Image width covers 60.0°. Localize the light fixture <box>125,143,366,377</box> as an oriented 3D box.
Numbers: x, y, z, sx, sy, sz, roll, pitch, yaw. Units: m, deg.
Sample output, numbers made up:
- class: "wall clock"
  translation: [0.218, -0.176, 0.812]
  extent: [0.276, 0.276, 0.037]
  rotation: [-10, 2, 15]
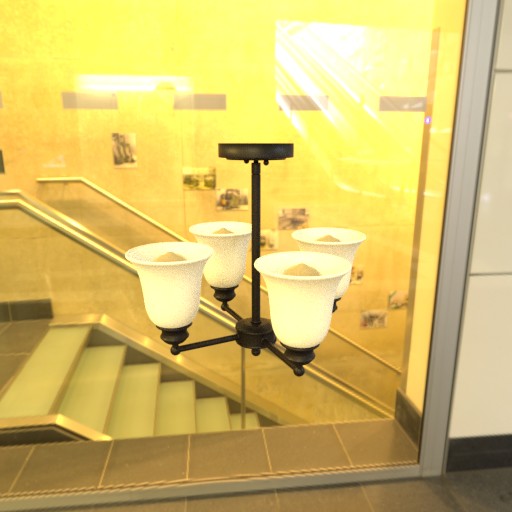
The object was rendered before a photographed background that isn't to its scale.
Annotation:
- class: "light fixture"
  translation: [0.000, 0.000, 1.876]
  extent: [1.069, 0.925, 1.069]
  rotation: [-7, 16, -25]
